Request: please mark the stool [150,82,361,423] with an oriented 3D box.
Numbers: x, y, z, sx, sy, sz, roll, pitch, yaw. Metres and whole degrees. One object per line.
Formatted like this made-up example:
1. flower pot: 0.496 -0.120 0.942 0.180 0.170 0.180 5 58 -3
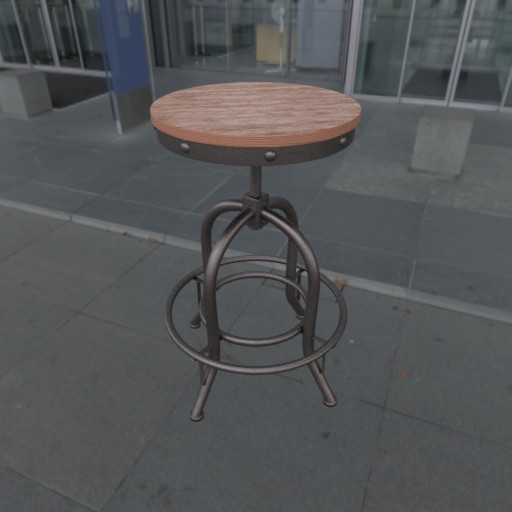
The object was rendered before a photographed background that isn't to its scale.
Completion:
1. stool: 0.000 0.000 0.910 0.439 0.609 0.439 23 39 31
